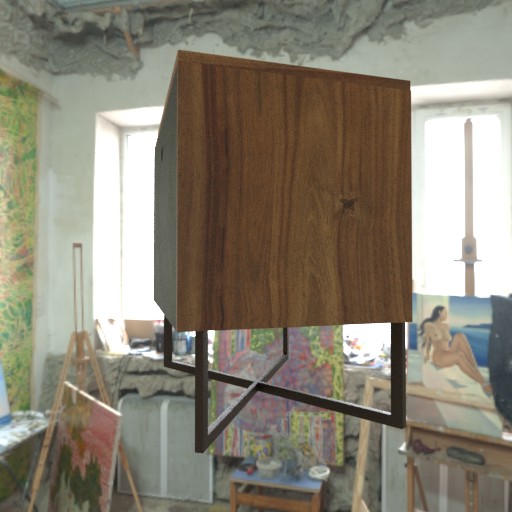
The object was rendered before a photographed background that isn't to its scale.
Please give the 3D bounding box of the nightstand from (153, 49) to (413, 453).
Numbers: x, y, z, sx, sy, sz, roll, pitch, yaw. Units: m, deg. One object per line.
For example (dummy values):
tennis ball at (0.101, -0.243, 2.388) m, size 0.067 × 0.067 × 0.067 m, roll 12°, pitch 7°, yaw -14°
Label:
nightstand at (0.000, 0.000, 1.020) m, size 0.427 × 0.615 × 0.613 m, roll 0°, pitch -1°, yaw -16°
